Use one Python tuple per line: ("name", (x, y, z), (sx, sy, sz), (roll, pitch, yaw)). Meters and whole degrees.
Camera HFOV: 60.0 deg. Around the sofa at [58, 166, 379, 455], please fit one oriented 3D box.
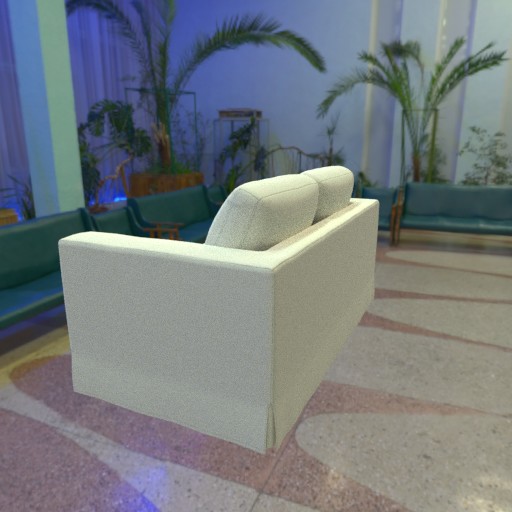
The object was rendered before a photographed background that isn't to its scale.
("sofa", (0.000, 0.000, 2.459), (1.009, 0.932, 1.813), (7, 17, 25))
